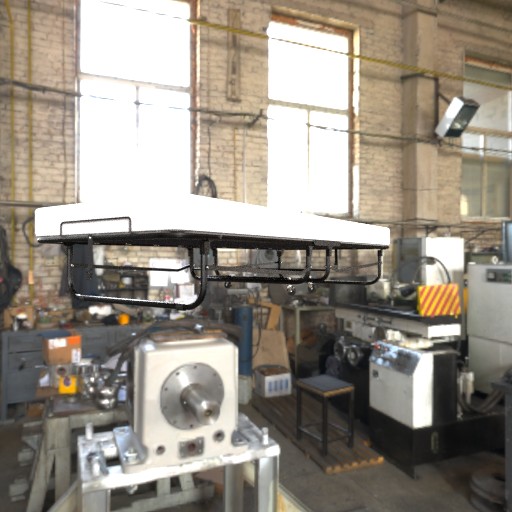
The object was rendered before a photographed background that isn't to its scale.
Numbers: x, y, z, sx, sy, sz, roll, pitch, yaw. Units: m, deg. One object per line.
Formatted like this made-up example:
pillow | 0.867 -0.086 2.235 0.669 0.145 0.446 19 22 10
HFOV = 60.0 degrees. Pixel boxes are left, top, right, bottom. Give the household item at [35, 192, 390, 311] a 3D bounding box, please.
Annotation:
household item | 0.000 0.000 2.209 0.787 0.356 1.905 0 0 35
